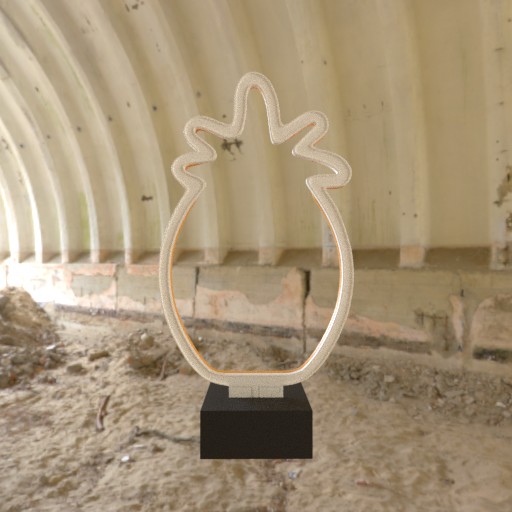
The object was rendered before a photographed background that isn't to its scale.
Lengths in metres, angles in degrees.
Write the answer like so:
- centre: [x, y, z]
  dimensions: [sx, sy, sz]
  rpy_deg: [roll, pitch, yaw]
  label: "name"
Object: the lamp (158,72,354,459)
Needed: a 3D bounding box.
- centre: [0.000, 0.000, 0.390]
  dimensions: [0.167, 0.317, 0.088]
  rpy_deg: [0, -1, 0]
  label: "lamp"
